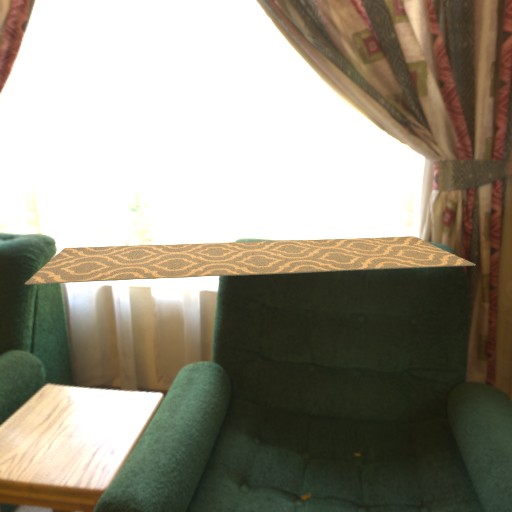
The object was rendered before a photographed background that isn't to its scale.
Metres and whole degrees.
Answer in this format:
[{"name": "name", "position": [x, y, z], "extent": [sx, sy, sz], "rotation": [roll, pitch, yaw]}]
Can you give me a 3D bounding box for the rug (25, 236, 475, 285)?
[{"name": "rug", "position": [0.000, 0.000, 2.536], "extent": [2.275, 0.009, 0.684], "rotation": [-2, 16, -8]}]
